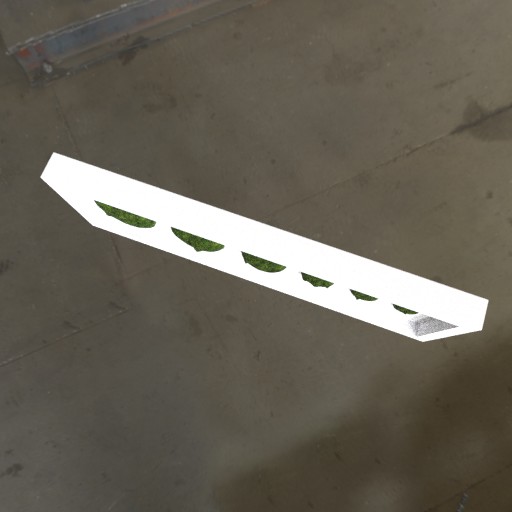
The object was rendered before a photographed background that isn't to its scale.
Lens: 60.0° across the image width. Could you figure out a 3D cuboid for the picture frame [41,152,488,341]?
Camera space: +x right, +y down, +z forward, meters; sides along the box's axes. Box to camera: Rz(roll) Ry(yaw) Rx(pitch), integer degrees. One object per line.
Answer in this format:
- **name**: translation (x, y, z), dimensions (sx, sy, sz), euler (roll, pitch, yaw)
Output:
- **picture frame**: translation (0.000, 0.000, 0.844), dimensions (0.759, 0.250, 0.050), euler (19, 76, 5)
